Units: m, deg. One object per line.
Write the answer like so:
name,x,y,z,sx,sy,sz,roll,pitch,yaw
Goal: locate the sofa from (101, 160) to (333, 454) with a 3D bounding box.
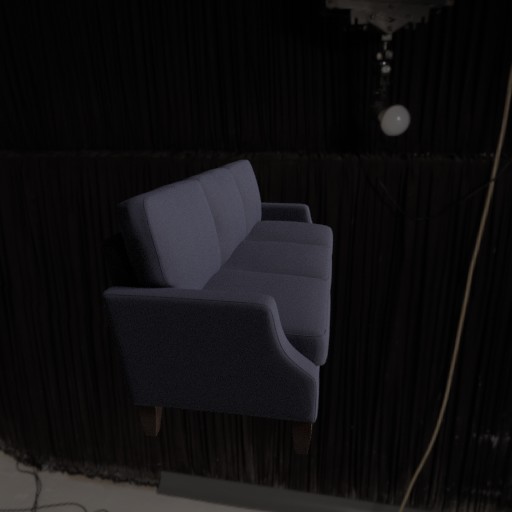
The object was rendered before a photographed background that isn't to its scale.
sofa,0.000,0.000,2.619,0.888,0.984,2.115,3,17,10
